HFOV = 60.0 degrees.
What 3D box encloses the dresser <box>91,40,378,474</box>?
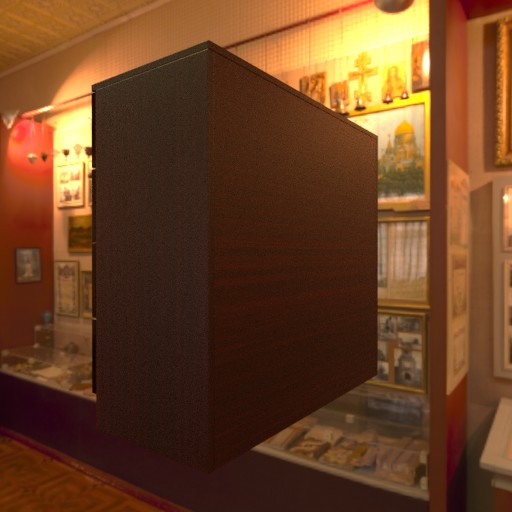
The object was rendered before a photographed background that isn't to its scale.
[{"bbox_3d":[0.000,0.000,1.142,0.360,0.720,0.750,0,0,37],"label":"dresser"}]
